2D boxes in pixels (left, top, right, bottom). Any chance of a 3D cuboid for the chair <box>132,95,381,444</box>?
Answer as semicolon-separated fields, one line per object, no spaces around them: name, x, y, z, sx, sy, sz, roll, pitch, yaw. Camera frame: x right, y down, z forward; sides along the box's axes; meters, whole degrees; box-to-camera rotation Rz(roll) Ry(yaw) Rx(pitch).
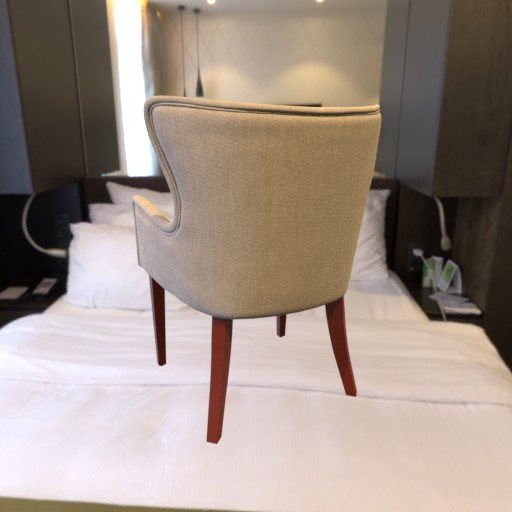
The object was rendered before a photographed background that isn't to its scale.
chair;0.000;0.000;1.451;0.732;0.948;0.677;-8;18;-26
